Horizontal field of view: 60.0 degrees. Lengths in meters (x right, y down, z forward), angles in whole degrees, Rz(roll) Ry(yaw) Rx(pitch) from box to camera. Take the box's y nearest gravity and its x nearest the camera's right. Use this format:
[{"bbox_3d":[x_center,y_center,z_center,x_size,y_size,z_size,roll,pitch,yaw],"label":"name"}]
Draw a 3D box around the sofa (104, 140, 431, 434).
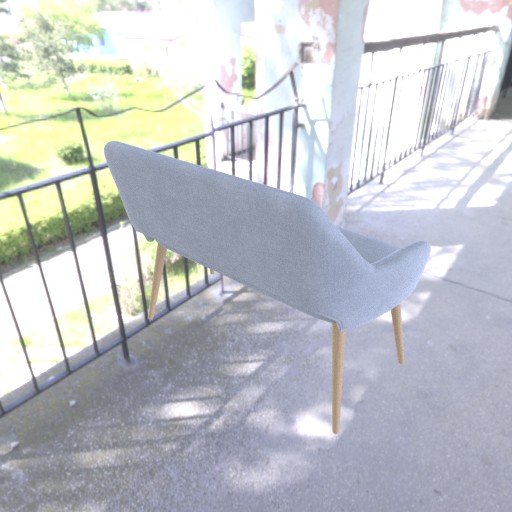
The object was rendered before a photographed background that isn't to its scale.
[{"bbox_3d":[0.000,0.000,1.614,1.150,0.840,0.610,22,37,33],"label":"sofa"}]
